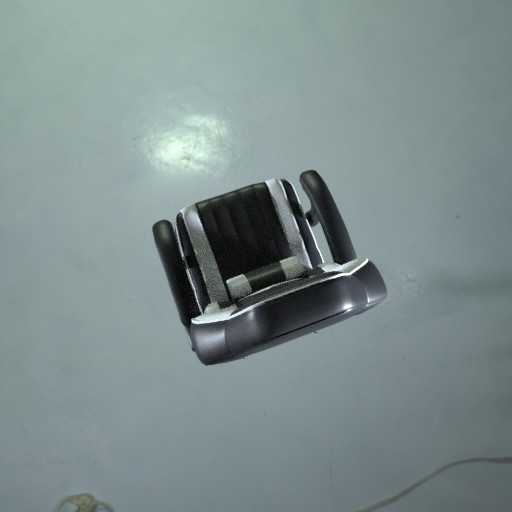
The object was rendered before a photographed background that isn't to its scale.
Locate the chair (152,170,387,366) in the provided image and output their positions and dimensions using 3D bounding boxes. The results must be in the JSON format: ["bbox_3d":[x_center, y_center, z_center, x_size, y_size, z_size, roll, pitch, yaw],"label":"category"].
[{"bbox_3d":[0.000,0.000,1.618,0.676,1.200,0.700,-20,76,-5],"label":"chair"}]
